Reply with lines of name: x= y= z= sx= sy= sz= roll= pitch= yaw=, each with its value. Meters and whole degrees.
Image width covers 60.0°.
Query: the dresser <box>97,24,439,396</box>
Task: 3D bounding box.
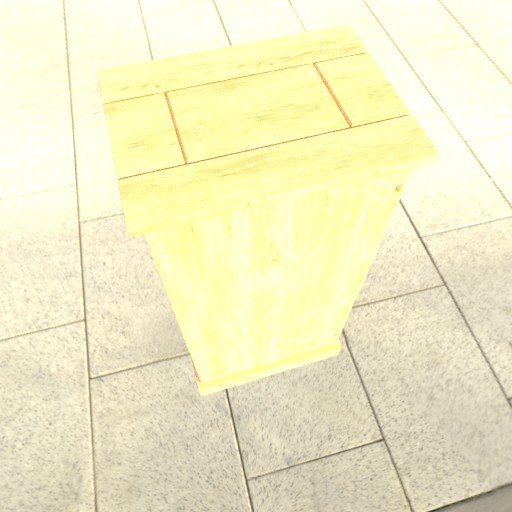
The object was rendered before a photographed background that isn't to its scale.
dresser: x=0.000 y=0.000 z=1.255 sx=0.531 sy=1.041 sz=0.390 roll=-15 pitch=60 yaw=-9
